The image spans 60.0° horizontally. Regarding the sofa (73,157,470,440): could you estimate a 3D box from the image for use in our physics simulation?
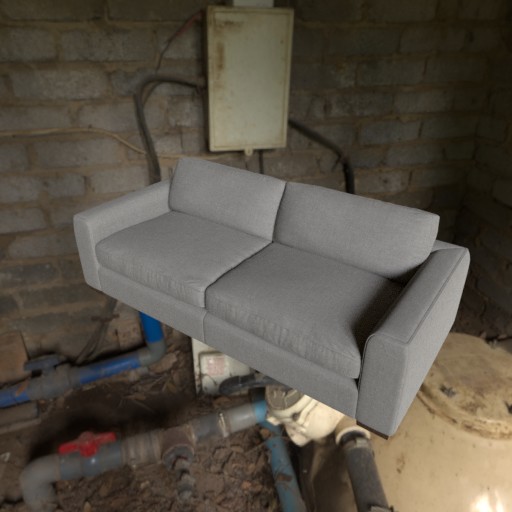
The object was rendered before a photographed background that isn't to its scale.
[{"bbox_3d":[0.000,0.000,2.761,2.262,0.801,1.070,19,34,30],"label":"sofa"}]
